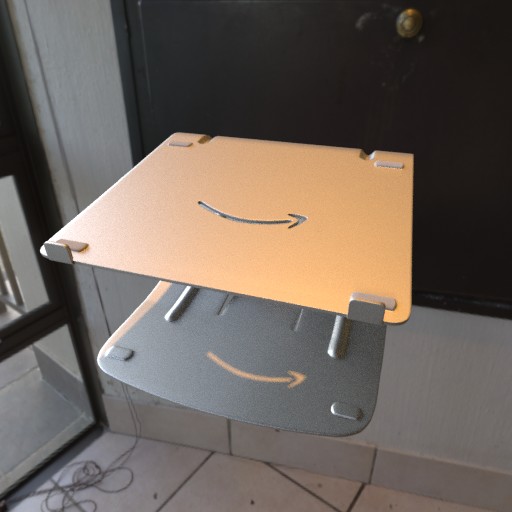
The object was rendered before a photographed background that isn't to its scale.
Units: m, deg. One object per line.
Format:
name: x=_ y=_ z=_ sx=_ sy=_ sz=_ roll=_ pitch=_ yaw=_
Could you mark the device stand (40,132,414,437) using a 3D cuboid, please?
device stand: x=0.000 y=0.000 z=0.394 sx=0.256 sy=0.155 sz=0.236 roll=10 pitch=31 yaw=16
